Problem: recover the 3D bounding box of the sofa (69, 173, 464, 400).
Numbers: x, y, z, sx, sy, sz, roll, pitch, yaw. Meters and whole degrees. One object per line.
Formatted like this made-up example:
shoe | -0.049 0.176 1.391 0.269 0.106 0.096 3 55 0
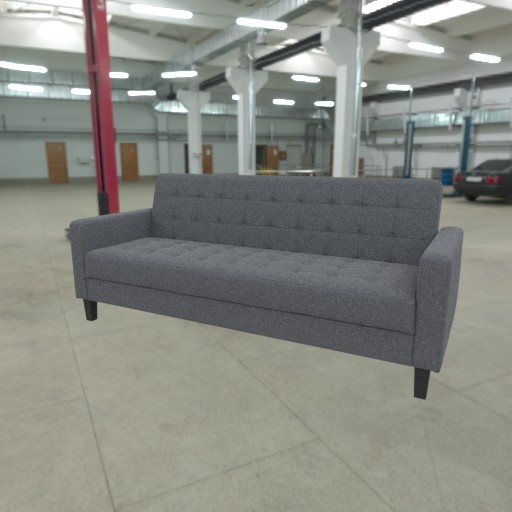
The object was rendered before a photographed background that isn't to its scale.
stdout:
sofa | 0.000 0.000 2.448 2.040 0.850 0.810 7 14 27
